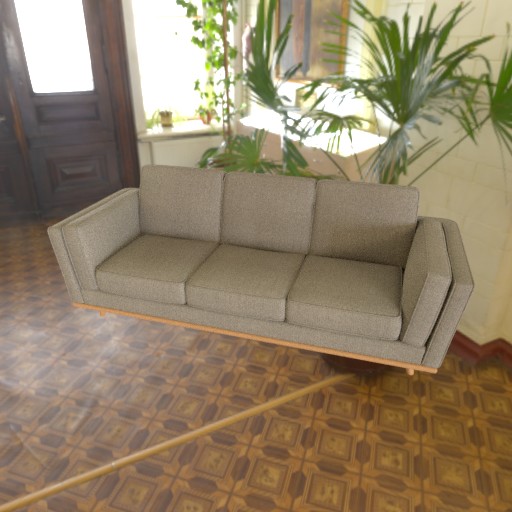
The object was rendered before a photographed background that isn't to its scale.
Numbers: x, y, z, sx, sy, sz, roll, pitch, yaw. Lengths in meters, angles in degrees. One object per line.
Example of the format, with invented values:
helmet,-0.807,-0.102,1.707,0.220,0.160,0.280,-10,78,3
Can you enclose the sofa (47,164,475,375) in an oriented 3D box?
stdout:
sofa,0.000,0.000,2.796,2.362,0.899,0.903,8,27,15
